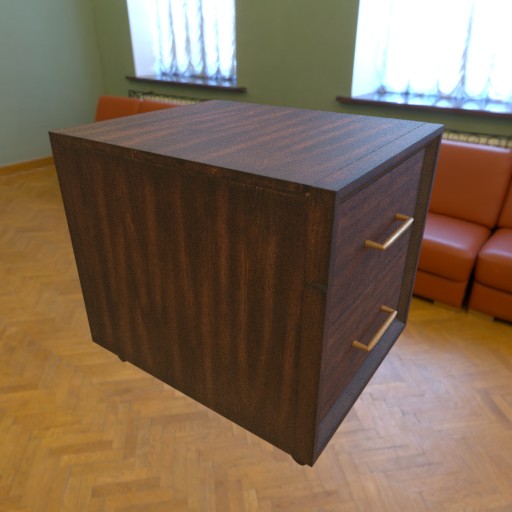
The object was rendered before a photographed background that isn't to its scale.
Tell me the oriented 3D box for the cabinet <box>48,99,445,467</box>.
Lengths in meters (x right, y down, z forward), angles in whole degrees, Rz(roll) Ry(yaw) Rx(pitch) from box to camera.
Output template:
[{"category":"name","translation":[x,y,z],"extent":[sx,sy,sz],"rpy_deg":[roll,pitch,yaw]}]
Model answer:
[{"category":"cabinet","translation":[0.000,0.000,0.804],"extent":[0.500,0.455,0.402],"rpy_deg":[18,32,31]}]
